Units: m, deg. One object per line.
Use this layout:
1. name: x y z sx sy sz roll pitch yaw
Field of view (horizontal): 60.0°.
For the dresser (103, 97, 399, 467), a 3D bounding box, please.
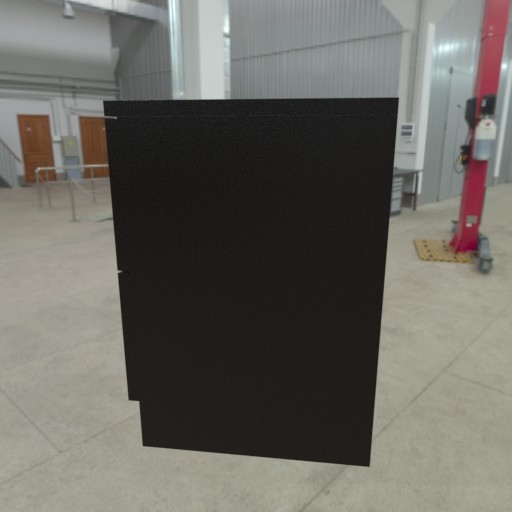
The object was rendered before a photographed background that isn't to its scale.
1. dresser: 0.000 0.000 0.747 0.360 0.470 0.400 2 15 7
